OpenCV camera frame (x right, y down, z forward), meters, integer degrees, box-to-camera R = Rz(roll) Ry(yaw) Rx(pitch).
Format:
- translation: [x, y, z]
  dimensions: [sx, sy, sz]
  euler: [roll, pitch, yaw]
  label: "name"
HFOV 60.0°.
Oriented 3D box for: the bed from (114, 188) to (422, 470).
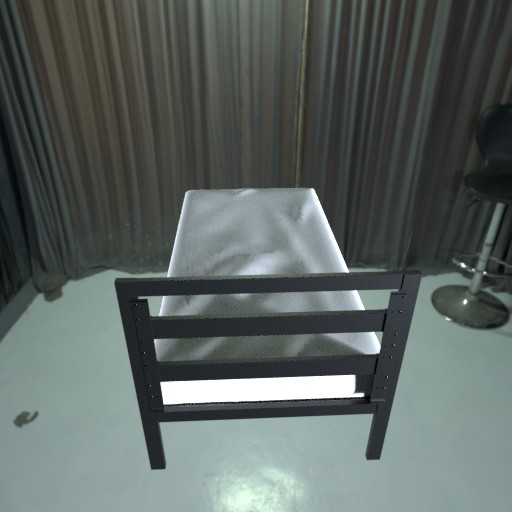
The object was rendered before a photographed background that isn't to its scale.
- translation: [0.000, 0.000, 2.486]
  dimensions: [0.991, 0.967, 1.930]
  euler: [-1, 31, -2]
  label: "bed"
